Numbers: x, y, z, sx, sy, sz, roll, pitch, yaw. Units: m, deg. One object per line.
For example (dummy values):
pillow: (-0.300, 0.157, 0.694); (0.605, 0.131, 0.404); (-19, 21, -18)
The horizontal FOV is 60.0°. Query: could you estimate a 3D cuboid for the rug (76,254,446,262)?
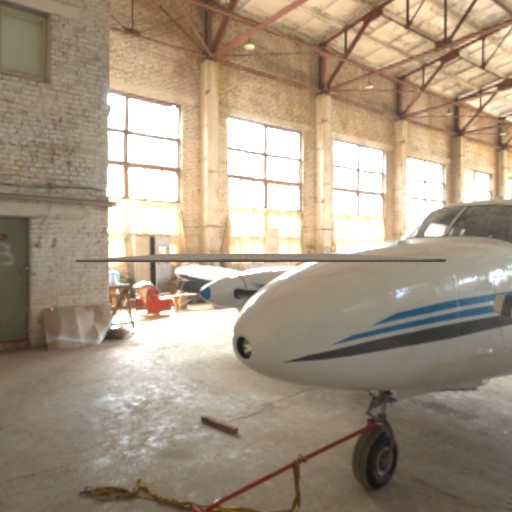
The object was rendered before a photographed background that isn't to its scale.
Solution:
rug: (0.000, 0.000, 3.058); (1.545, 0.016, 2.460); (0, 1, -1)
